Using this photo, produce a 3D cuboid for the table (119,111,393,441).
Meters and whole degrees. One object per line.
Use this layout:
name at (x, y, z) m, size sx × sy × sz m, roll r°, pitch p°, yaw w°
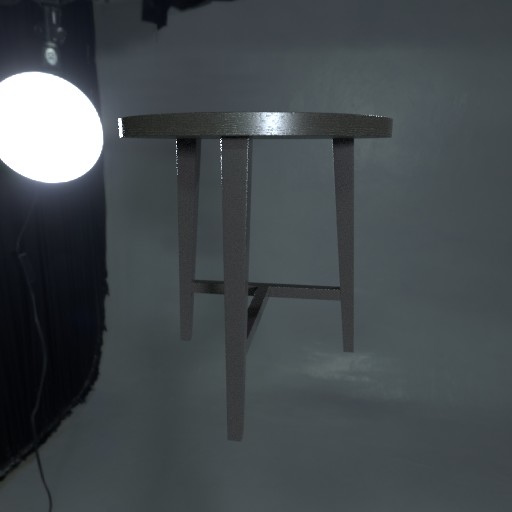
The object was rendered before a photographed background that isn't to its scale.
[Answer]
table at (0.000, 0.000, 0.909) m, size 0.500 × 0.531 × 0.500 m, roll 0°, pitch 14°, yaw 0°
